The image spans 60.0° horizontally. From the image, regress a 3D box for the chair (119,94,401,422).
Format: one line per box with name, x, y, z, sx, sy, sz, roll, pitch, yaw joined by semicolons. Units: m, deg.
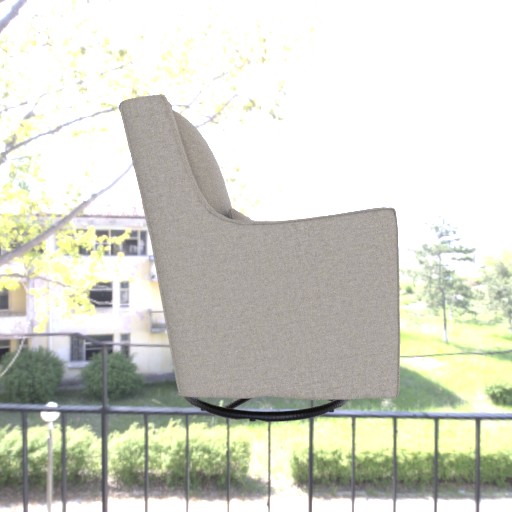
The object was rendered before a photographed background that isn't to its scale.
chair;0.000;0.000;1.627;0.879;0.993;0.732;0;1;1
